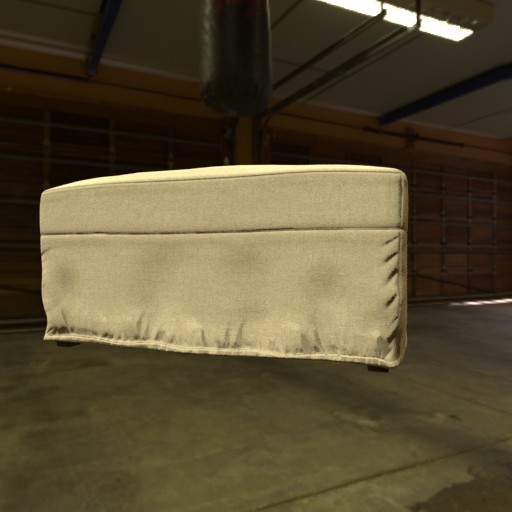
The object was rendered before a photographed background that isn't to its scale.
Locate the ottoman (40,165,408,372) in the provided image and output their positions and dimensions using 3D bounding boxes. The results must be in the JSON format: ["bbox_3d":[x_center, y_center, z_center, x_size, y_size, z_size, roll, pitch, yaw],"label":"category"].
[{"bbox_3d":[0.000,0.000,1.306,0.843,0.436,0.840,0,0,18],"label":"ottoman"}]
